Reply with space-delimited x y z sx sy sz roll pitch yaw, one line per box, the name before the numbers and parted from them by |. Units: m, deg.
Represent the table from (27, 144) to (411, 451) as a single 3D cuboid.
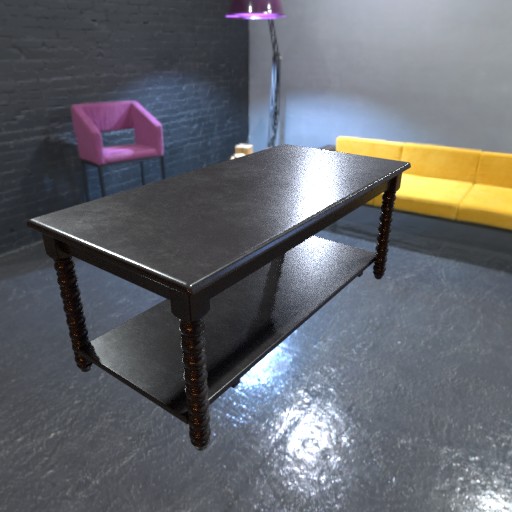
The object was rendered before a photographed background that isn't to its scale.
table | 0.000 0.000 1.484 0.580 0.487 1.171 18 31 33
